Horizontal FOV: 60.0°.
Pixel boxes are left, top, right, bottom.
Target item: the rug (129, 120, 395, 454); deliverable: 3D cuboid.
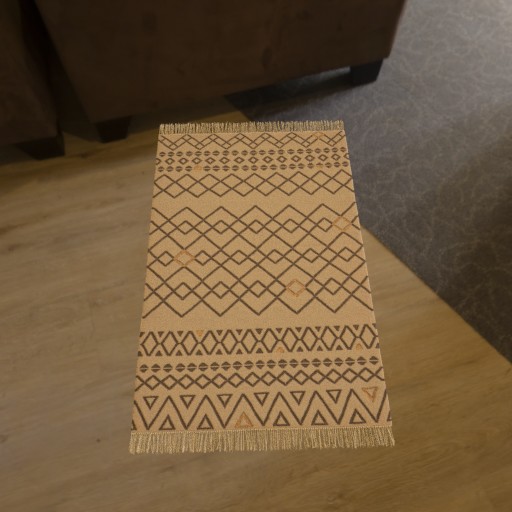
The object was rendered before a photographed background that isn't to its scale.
[{"bbox_3d":[0.000,0.000,2.490,1.224,0.028,2.023,-1,62,-1],"label":"rug"}]
